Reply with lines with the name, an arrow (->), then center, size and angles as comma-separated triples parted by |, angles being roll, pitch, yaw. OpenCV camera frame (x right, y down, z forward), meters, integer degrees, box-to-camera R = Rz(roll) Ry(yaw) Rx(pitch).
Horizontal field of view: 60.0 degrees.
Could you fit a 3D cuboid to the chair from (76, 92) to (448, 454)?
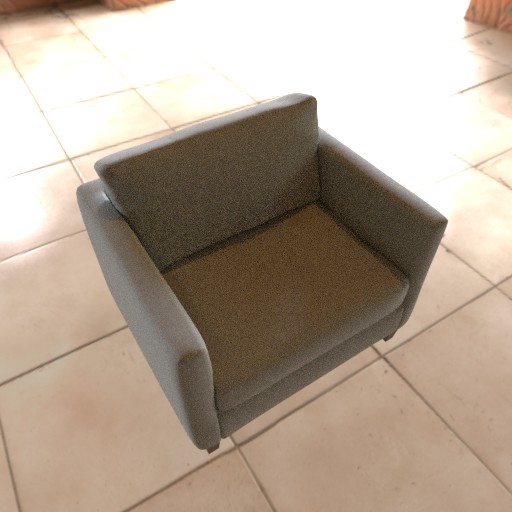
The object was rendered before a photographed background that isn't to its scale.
chair -> 0.000, 0.000, 1.831 | 1.107, 0.961, 0.953 | -25, 51, -22
